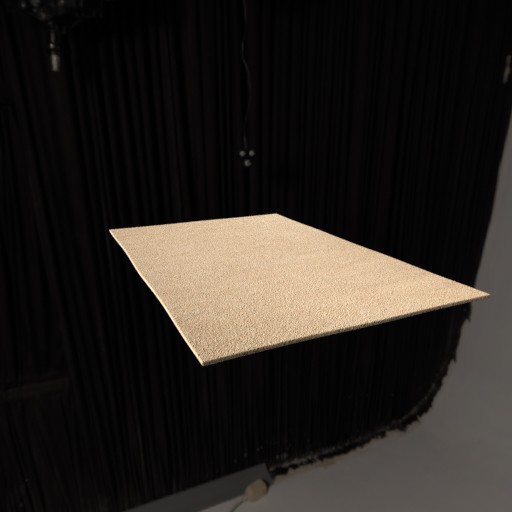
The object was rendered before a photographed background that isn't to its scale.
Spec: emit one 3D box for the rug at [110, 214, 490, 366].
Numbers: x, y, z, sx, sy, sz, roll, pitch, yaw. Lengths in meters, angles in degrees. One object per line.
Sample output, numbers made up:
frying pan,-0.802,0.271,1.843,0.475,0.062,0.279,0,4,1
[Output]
rug,0.000,0.000,3.430,1.800,0.025,2.699,-8,18,-24
